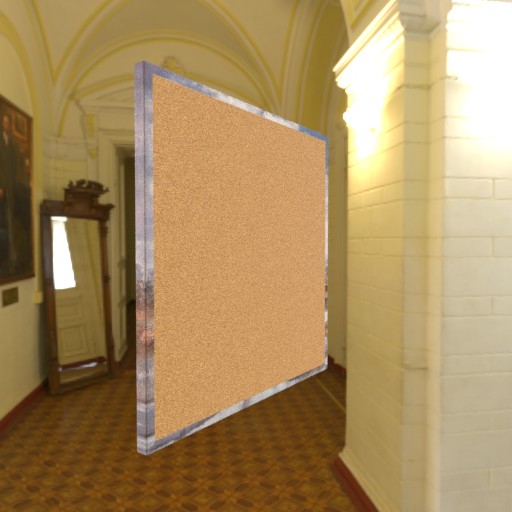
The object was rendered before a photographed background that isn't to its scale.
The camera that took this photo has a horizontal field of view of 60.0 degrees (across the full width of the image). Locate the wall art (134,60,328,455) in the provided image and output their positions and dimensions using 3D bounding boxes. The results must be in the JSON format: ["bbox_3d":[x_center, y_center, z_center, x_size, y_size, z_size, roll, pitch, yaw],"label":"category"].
[{"bbox_3d":[0.000,0.000,1.556,0.040,1.020,1.010,1,2,37],"label":"wall art"}]
